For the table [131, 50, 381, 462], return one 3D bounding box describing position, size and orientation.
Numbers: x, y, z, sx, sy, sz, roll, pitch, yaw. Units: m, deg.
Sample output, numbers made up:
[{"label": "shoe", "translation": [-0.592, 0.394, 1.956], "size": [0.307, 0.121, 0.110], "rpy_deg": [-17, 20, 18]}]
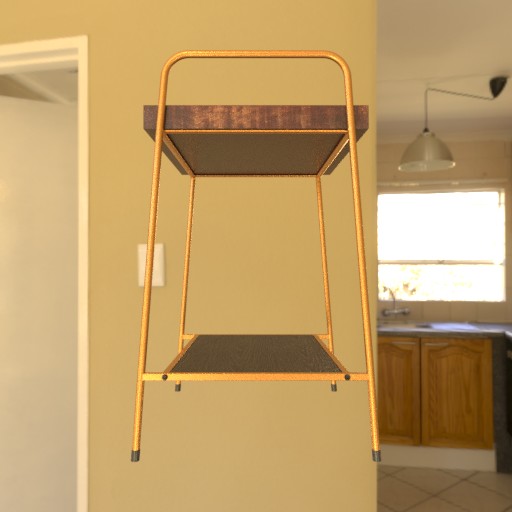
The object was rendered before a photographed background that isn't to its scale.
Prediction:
[{"label": "table", "translation": [0.000, 0.000, 0.976], "size": [0.430, 0.710, 0.430], "rpy_deg": [0, -1, 0]}]
